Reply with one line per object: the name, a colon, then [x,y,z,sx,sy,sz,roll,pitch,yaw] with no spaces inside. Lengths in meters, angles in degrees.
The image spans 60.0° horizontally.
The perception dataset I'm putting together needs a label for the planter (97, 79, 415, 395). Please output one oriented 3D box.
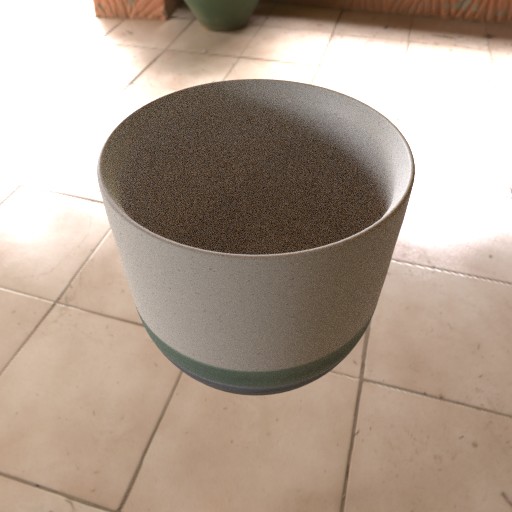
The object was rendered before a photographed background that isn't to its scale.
planter: [0.000,0.000,0.476,0.268,0.270,0.268,0,46,0]
